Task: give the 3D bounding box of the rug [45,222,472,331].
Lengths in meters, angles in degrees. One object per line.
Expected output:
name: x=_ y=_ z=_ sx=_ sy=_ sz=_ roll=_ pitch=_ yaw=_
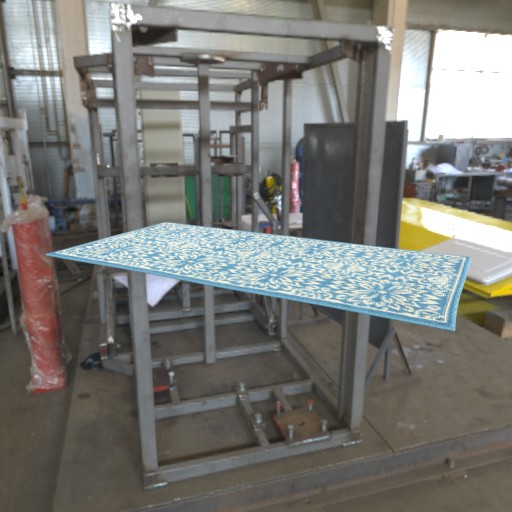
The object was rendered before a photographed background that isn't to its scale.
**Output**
rug: x=0.000 y=0.000 z=1.412 sx=1.219 sy=0.007 sz=0.604 roll=8 pitch=18 yaw=27
